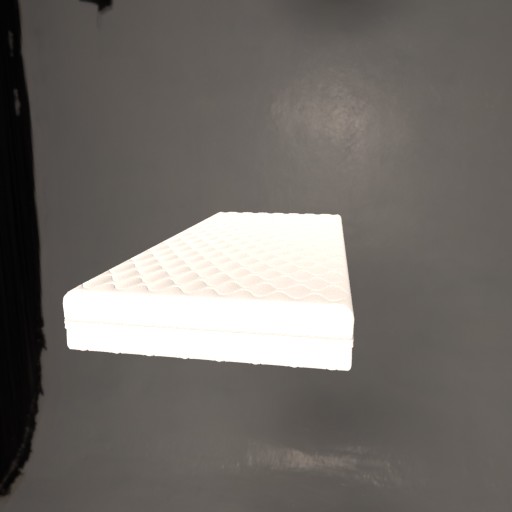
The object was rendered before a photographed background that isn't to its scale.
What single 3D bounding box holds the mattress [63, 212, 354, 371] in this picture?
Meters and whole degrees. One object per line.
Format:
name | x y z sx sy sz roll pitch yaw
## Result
mattress | 0.000 0.000 2.283 0.900 0.200 2.000 2 13 9
